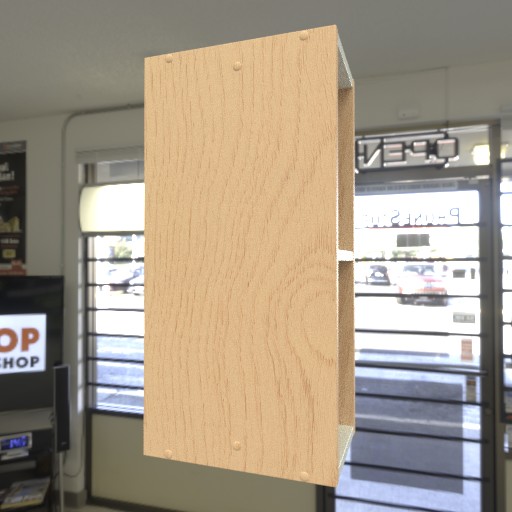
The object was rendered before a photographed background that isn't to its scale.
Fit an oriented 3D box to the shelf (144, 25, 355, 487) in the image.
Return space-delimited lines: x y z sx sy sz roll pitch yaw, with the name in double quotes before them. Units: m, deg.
"shelf" 0.000 0.000 0.715 0.290 0.600 0.200 0 -1 19
